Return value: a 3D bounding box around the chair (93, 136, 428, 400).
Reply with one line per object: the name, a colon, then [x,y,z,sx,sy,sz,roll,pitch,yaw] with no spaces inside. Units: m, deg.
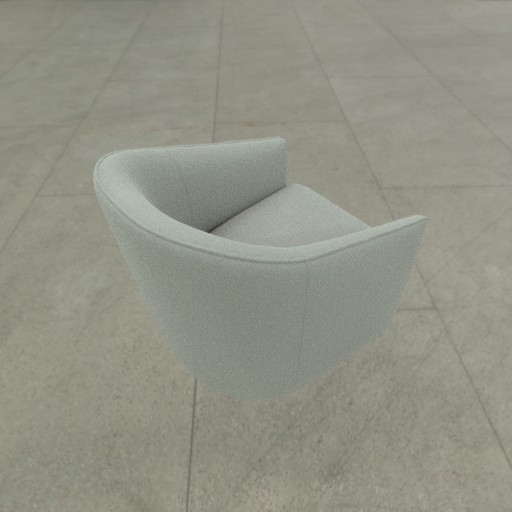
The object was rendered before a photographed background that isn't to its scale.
chair: [0.000,0.000,1.489,0.875,0.799,0.747,-27,47,-28]
